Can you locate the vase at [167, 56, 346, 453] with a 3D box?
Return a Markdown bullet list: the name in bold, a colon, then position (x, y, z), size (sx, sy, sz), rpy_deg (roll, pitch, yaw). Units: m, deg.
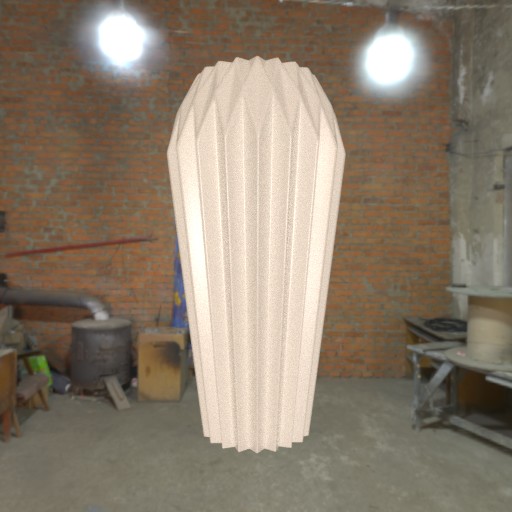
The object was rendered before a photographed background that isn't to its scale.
- **vase**: position (0.000, 0.000, 0.335), size (0.133, 0.263, 0.133), rpy_deg (0, 1, 0)
